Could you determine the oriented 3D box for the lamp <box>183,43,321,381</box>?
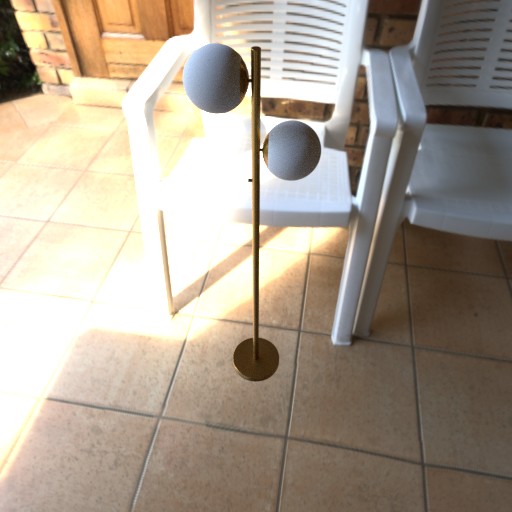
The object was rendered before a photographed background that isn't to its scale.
[{"bbox_3d":[0.000,0.000,1.793,0.419,1.641,0.249,3,46,3],"label":"lamp"}]
